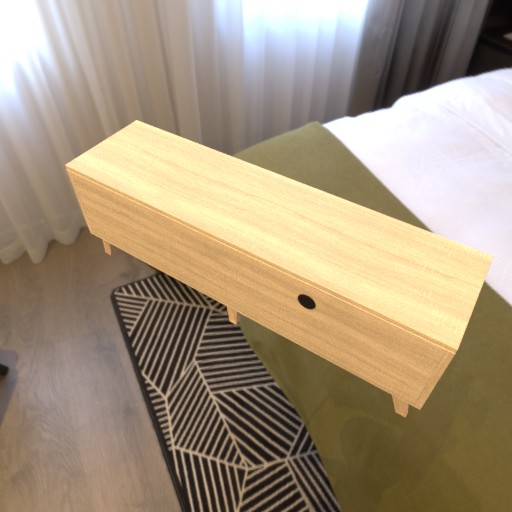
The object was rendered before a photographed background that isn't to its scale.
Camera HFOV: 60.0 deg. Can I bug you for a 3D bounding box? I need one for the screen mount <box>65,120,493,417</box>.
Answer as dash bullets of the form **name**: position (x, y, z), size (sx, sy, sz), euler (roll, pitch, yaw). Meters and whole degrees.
- **screen mount**: position (0.000, 0.000, 1.726), size (1.500, 0.509, 0.401), euler (25, 52, 22)
